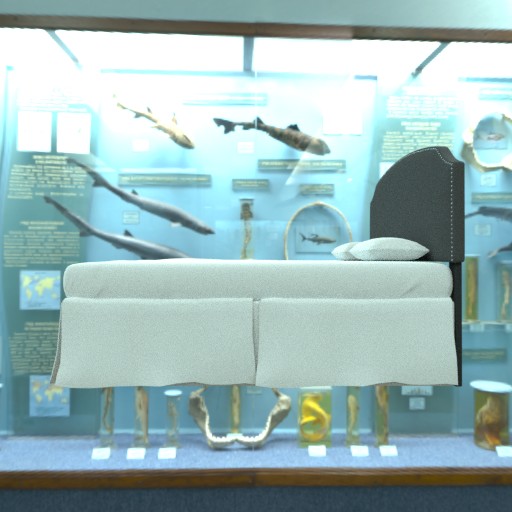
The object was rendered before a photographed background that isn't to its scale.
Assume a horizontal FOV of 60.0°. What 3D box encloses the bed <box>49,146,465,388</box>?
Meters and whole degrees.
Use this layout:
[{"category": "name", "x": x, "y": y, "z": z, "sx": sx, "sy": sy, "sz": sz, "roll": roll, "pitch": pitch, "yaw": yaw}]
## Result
[{"category": "bed", "x": 0.000, "y": 0.000, "z": 2.869, "sx": 1.999, "sy": 1.270, "sz": 1.558, "roll": 0, "pitch": 0, "yaw": 0}]
